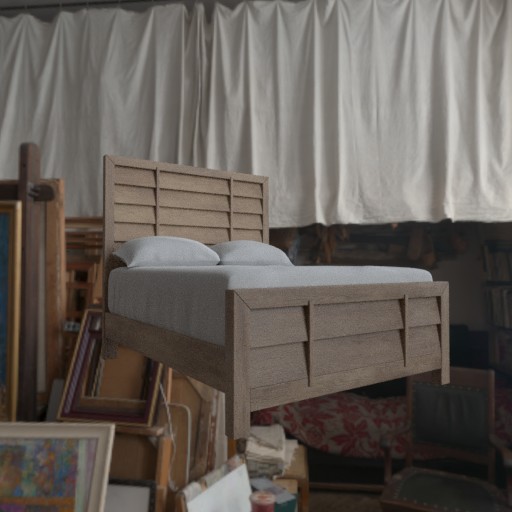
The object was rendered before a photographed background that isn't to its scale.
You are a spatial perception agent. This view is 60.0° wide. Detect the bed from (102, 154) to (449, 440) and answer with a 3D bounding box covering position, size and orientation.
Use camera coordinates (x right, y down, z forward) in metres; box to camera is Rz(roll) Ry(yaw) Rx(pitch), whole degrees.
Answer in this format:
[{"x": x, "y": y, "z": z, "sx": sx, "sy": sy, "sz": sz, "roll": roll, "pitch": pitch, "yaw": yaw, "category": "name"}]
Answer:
[{"x": 0.000, "y": 0.000, "z": 3.198, "sx": 1.615, "sy": 1.631, "sz": 2.017, "roll": 1, "pitch": -1, "yaw": -35, "category": "bed"}]
